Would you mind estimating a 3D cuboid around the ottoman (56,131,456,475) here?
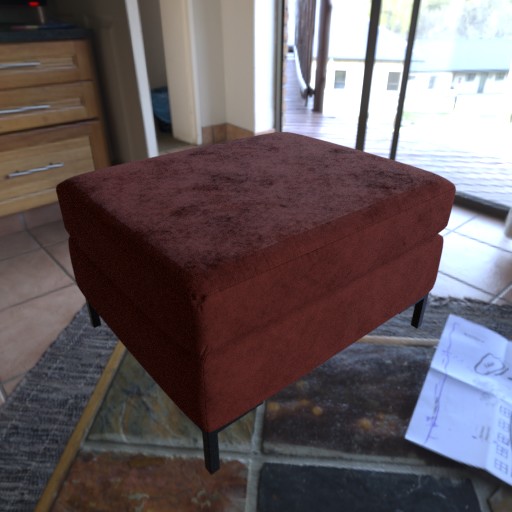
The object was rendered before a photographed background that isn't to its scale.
[{"bbox_3d":[0.000,0.000,1.167,0.782,0.462,0.650,-22,36,-34],"label":"ottoman"}]
